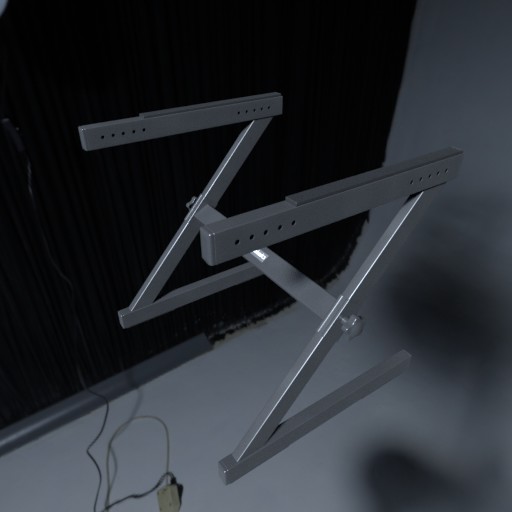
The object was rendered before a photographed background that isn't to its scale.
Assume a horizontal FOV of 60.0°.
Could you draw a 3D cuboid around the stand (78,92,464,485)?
[{"bbox_3d":[0.000,0.000,1.121,0.586,0.617,0.700,-20,38,-29],"label":"stand"}]
